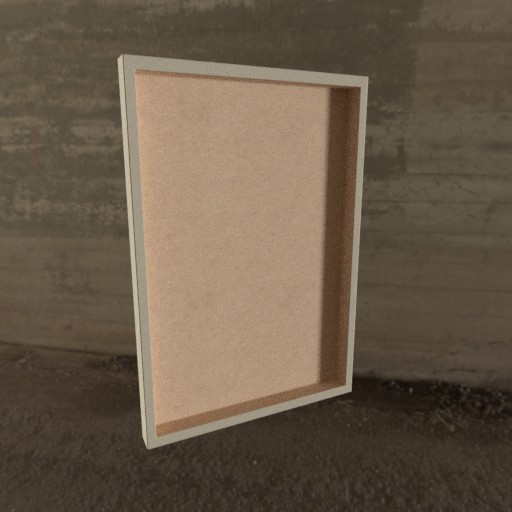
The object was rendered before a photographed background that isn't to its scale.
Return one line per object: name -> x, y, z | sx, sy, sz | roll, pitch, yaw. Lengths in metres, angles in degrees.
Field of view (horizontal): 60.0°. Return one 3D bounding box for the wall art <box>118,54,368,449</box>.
wall art -> 0.000, 0.000, 0.771 | 0.418, 0.608, 0.038 | -6, 15, -25
